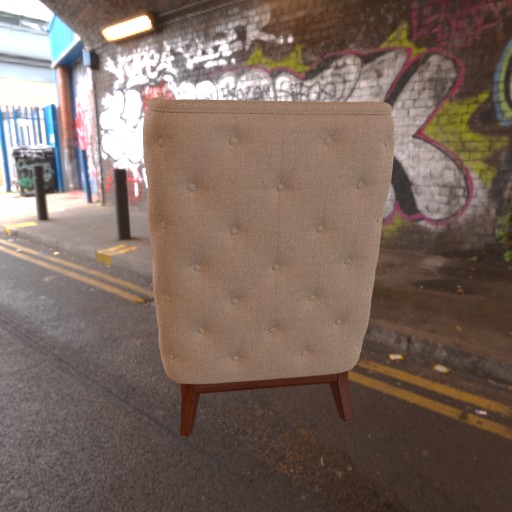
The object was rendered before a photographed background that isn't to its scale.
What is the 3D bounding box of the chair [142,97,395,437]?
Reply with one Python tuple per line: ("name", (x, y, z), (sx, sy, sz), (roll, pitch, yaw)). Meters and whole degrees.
("chair", (0.000, 0.000, 1.661), (0.778, 1.079, 0.899), (-2, 13, -9))
